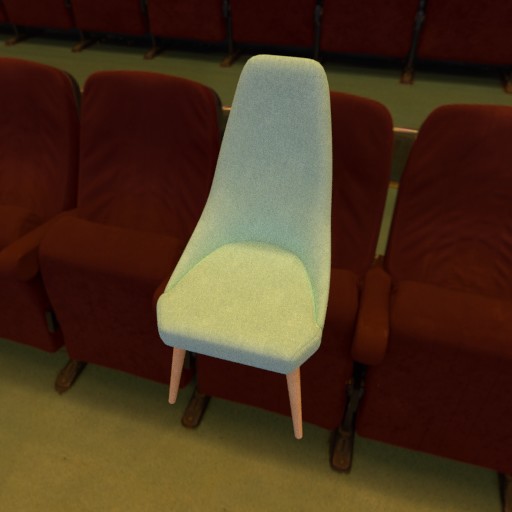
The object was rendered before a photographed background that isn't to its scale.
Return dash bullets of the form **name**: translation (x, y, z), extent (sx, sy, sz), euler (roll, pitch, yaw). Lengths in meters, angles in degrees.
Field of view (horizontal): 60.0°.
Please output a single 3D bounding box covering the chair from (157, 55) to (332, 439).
- **chair**: translation (0.000, 0.000, 1.425), extent (0.510, 1.040, 0.660), euler (11, 42, 12)
